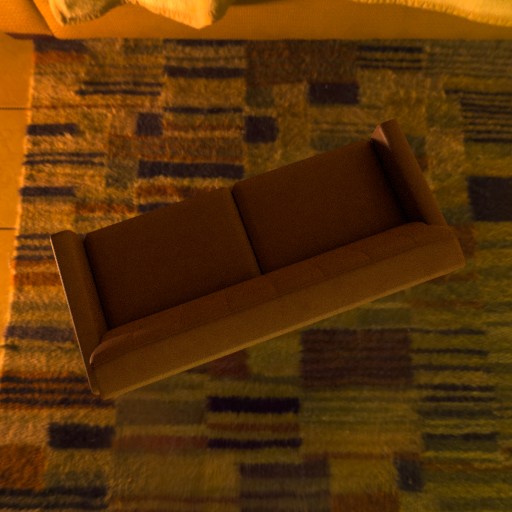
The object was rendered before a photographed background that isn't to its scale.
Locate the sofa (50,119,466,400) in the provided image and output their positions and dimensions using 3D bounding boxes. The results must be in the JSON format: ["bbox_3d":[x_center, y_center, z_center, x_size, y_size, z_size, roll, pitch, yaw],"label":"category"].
[{"bbox_3d":[0.000,0.000,2.617,2.137,0.892,0.980,-20,78,-4],"label":"sofa"}]
